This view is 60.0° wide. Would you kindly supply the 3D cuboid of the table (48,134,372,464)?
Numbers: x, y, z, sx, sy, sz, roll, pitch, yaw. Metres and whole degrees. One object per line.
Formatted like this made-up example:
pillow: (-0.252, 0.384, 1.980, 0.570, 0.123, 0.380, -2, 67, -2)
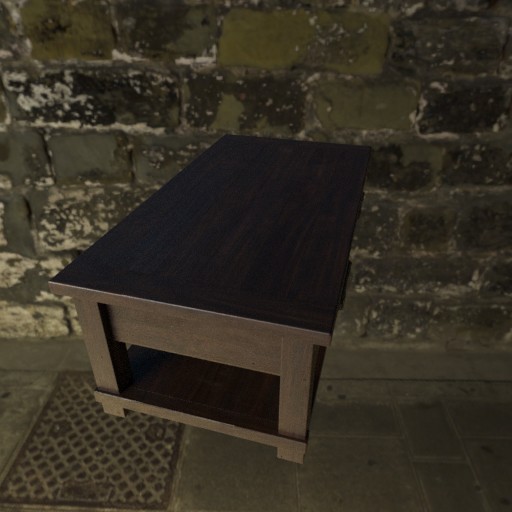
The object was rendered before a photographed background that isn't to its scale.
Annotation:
table: (0.000, 0.000, 1.625, 0.700, 0.494, 1.270, 9, 33, 14)
